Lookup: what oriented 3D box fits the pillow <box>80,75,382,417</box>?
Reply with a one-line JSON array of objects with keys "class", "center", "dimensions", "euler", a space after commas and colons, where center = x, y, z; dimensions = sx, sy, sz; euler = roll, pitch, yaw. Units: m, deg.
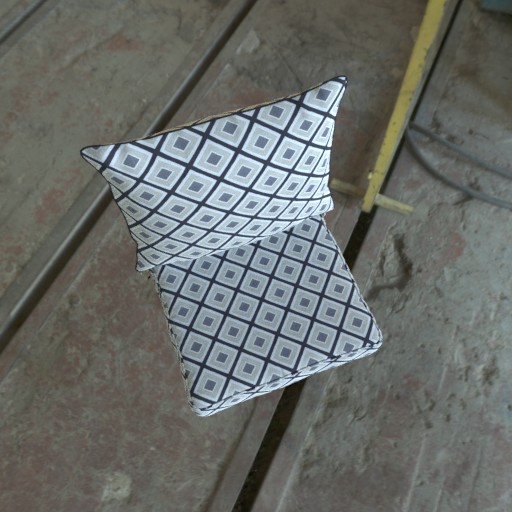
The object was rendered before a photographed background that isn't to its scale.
[{"class": "pillow", "center": [0.000, 0.000, 1.401], "dimensions": [0.798, 0.722, 0.733], "euler": [-18, 66, -9]}]
